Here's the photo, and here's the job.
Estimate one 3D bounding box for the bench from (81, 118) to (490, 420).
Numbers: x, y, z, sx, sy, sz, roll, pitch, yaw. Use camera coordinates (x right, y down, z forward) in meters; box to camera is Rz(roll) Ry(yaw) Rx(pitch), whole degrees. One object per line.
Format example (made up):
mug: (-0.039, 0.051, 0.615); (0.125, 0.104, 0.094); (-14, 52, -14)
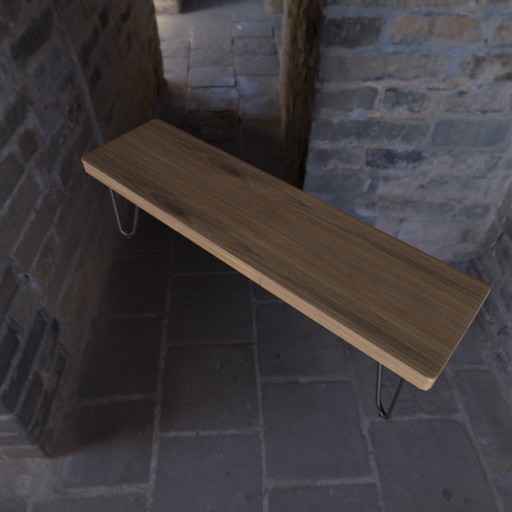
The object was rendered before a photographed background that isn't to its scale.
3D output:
bench: (0.000, 0.000, 1.778); (1.570, 0.462, 0.425); (32, 55, 26)
